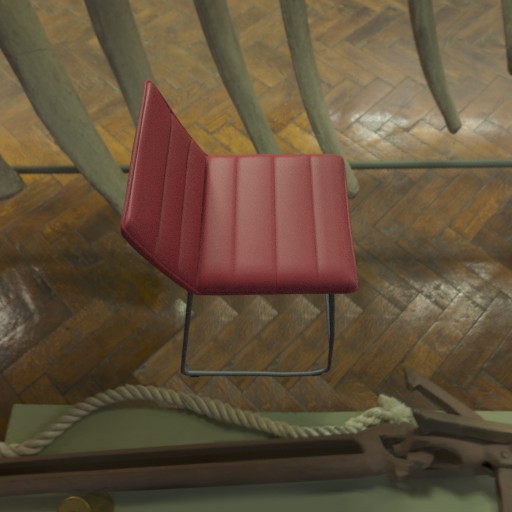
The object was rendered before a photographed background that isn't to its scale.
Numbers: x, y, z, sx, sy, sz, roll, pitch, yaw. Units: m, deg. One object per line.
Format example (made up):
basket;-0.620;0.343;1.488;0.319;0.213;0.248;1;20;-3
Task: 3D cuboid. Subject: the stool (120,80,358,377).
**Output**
stool;0.000;0.000;1.272;0.524;0.937;0.489;0;63;0
